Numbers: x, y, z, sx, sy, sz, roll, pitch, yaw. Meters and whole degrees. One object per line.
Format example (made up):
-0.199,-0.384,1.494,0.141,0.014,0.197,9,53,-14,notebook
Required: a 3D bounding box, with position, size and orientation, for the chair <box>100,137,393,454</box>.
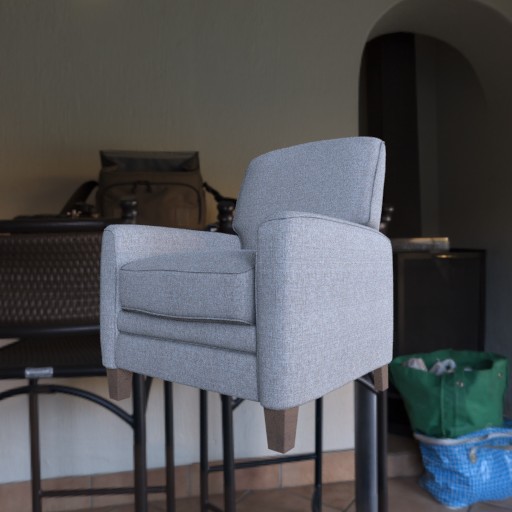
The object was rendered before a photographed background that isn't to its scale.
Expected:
0.000,0.000,1.649,0.848,1.014,0.864,0,0,37,chair
